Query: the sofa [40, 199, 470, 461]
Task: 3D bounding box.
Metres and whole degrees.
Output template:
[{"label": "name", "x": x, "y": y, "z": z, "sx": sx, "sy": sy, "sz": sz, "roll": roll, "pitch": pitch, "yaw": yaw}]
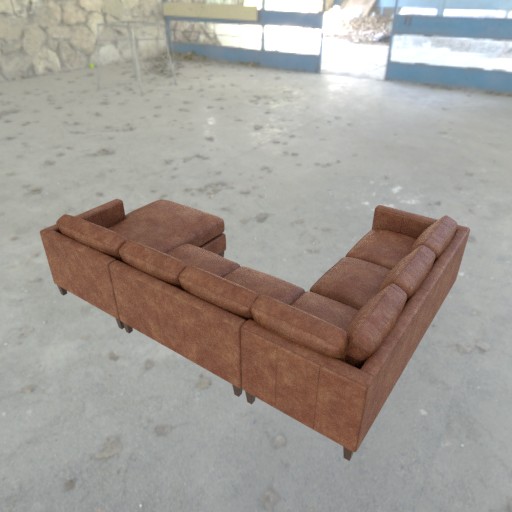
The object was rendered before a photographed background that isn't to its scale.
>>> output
[{"label": "sofa", "x": 0.000, "y": 0.000, "z": 4.379, "sx": 3.324, "sy": 0.888, "sz": 2.452, "roll": 20, "pitch": 37, "yaw": 30}]
